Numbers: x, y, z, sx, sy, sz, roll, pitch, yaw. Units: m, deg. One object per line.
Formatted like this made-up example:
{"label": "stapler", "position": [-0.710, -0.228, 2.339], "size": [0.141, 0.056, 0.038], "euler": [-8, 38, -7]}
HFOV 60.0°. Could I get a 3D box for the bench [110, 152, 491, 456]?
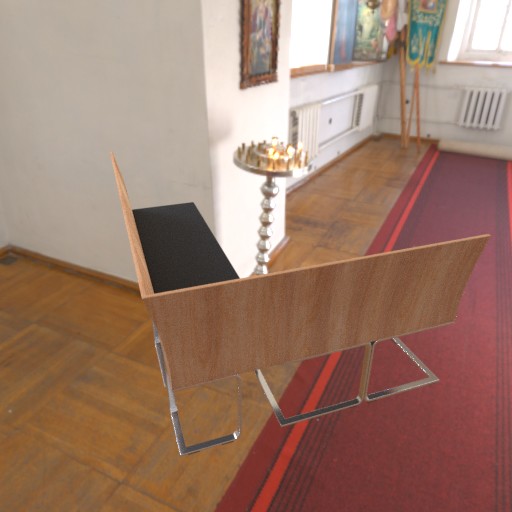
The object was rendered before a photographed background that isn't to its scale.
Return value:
{"label": "bench", "position": [0.000, 0.000, 2.745], "size": [1.495, 0.930, 1.945], "euler": [-9, 30, -17]}
